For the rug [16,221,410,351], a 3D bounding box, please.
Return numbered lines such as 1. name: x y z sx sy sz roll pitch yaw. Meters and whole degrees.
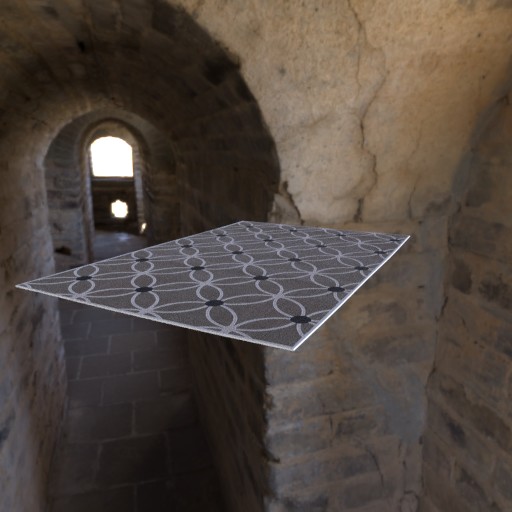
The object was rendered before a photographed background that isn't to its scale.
1. rug: 0.000 0.000 2.830 1.522 0.008 2.284 7 16 27
